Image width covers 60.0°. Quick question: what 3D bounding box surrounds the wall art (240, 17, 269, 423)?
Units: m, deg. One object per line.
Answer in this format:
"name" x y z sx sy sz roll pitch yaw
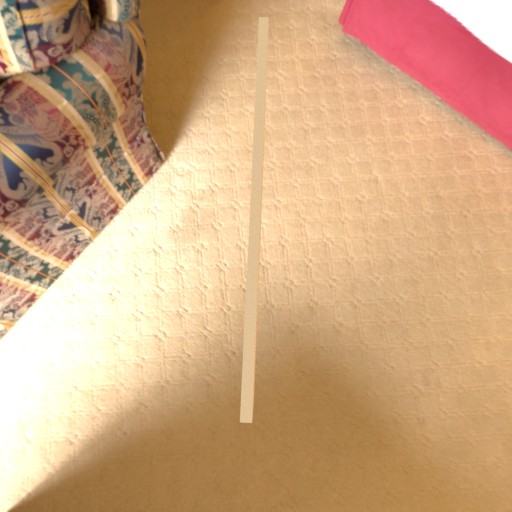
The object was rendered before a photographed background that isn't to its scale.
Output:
"wall art" 0.000 0.000 0.770 0.012 0.557 0.482 2 76 1
